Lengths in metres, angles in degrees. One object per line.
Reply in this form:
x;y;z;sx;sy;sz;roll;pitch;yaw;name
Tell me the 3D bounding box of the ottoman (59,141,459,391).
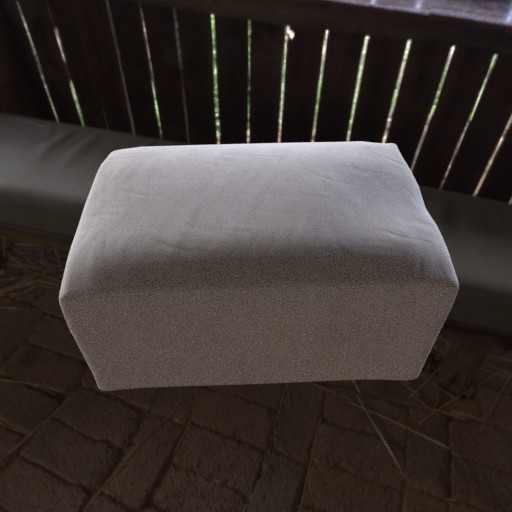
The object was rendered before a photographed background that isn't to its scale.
0.000;0.000;1.219;0.872;0.444;0.590;-2;47;-2;ottoman
